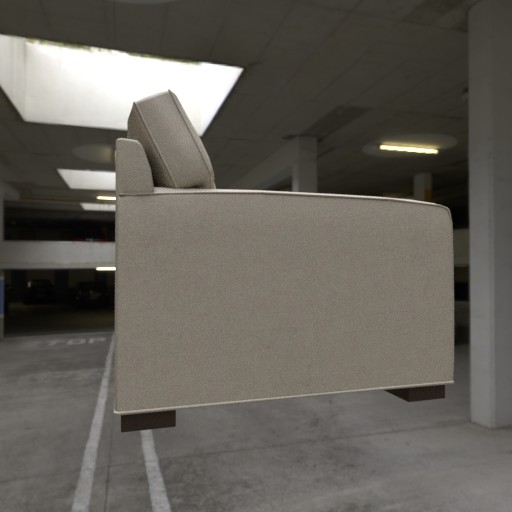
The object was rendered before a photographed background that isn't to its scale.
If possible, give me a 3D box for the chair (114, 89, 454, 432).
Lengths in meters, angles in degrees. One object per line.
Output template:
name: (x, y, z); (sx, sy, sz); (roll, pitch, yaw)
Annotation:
chair: (0.000, 0.000, 1.730); (1.043, 0.913, 0.998); (0, -1, -17)
